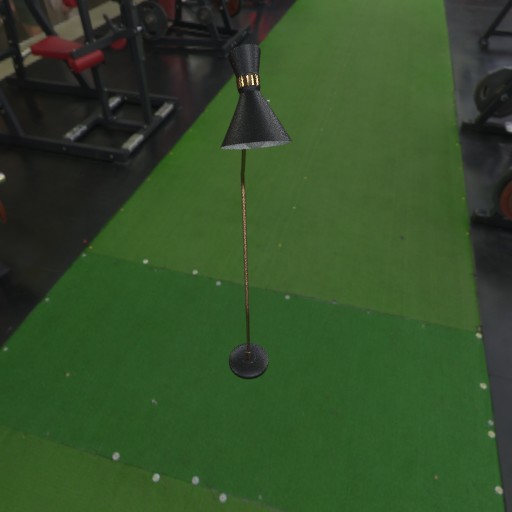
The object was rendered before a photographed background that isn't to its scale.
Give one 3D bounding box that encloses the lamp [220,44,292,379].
[{"bbox_3d":[0.000,0.000,1.563,0.277,1.438,0.467,13,44,13],"label":"lamp"}]
